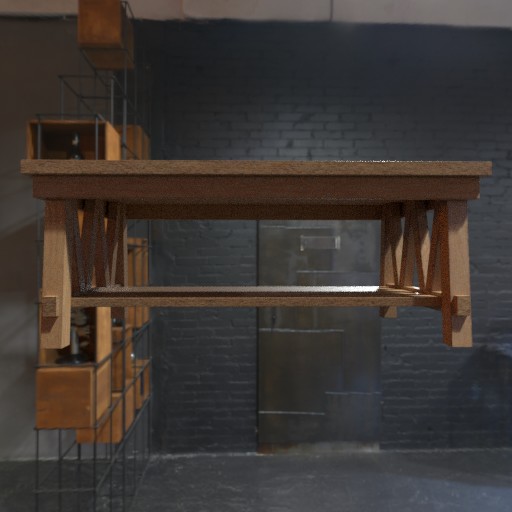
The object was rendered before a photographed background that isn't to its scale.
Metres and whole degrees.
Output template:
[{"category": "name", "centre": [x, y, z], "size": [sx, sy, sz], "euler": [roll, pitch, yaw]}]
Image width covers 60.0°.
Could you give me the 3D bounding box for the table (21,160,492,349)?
[{"category": "table", "centre": [0.000, 0.000, 1.548], "size": [1.270, 0.507, 0.711], "euler": [0, -1, -1]}]
